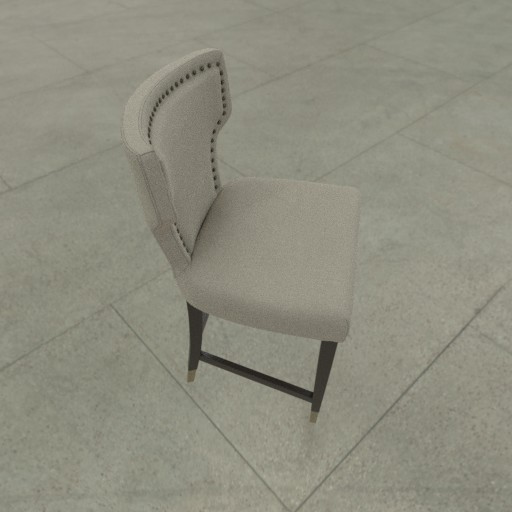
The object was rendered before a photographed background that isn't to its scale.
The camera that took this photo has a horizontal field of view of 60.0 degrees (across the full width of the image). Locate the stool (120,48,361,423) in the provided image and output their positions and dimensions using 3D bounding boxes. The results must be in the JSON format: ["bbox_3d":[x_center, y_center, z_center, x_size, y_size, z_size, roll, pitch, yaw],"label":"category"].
[{"bbox_3d":[0.000,0.000,1.299,0.563,0.982,0.527,9,47,8],"label":"stool"}]
